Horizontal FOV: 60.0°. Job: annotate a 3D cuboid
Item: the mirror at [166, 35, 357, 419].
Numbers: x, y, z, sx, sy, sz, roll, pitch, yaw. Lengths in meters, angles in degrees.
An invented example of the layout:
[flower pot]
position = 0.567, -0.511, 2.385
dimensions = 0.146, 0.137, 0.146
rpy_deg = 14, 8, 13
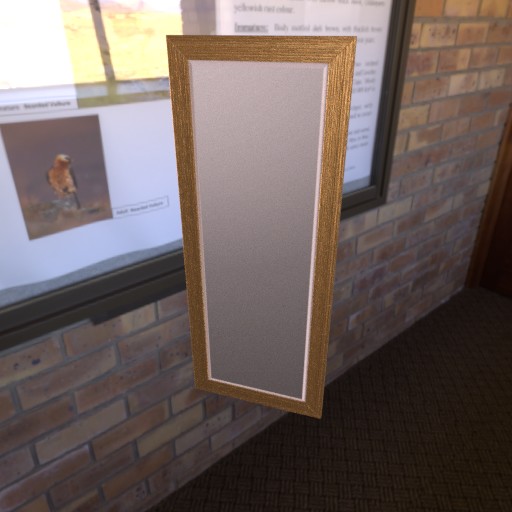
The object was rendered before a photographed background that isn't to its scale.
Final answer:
[mirror]
position = 0.000, 0.000, 2.280
dimensions = 0.812, 2.031, 0.025
rpy_deg = 8, 29, 16
